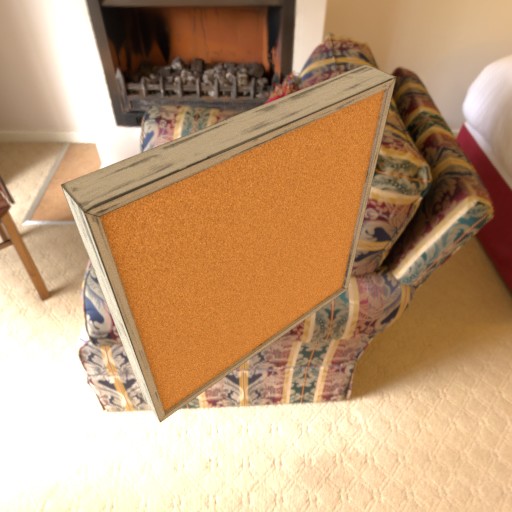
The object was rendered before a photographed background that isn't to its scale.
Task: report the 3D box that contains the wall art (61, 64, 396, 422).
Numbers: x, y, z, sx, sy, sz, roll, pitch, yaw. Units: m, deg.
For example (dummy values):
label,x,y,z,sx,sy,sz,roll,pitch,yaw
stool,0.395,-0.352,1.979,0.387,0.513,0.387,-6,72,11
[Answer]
label,x,y,z,sx,sy,sz,roll,pitch,yaw
wall art,0.000,0.000,0.458,0.303,0.303,0.036,-30,53,-26
